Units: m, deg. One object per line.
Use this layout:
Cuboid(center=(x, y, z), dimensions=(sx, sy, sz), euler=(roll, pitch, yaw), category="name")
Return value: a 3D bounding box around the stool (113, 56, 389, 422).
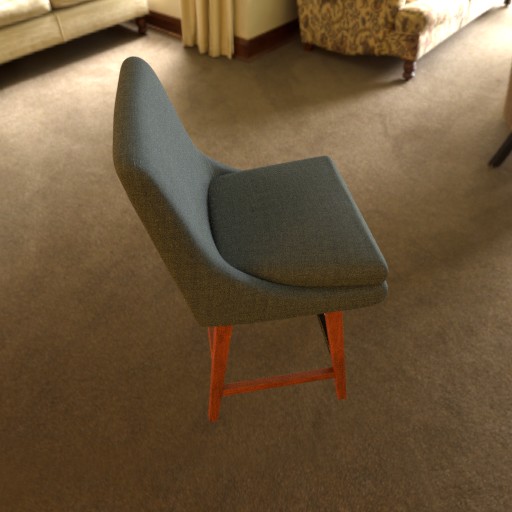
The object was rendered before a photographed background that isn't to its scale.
Cuboid(center=(0.000, 0.000, 1.141), dimensions=(0.524, 0.895, 0.467), euler=(-7, 46, -7), category="stool")
